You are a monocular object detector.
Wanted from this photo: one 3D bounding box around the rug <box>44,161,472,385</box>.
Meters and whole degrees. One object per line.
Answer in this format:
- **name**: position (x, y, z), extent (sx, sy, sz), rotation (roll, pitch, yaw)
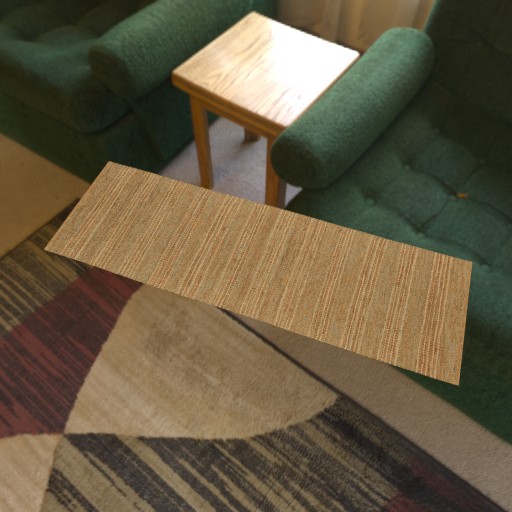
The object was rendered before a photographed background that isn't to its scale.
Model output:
- **rug**: position (0.000, 0.000, 2.646), extent (2.438, 0.006, 0.783), rotation (17, 59, 10)
